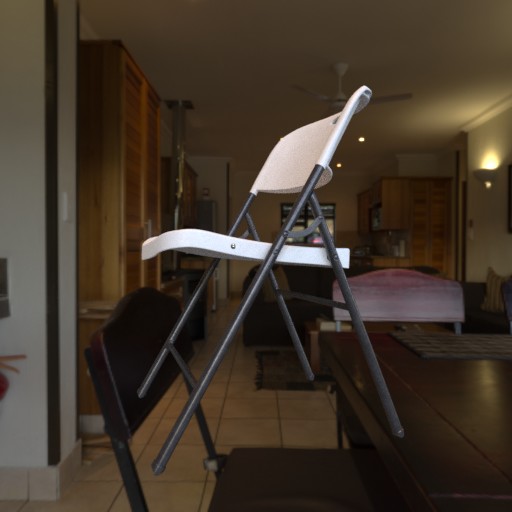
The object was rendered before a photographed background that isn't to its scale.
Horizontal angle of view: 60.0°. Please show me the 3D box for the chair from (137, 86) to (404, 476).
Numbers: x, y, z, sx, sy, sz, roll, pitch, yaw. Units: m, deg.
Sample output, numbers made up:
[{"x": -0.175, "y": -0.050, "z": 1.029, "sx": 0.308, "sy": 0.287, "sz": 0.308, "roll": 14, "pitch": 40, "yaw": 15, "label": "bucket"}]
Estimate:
[{"x": 0.000, "y": 0.000, "z": 1.135, "sx": 0.566, "sy": 0.810, "sz": 0.494, "roll": 0, "pitch": 1, "yaw": -18, "label": "chair"}]
